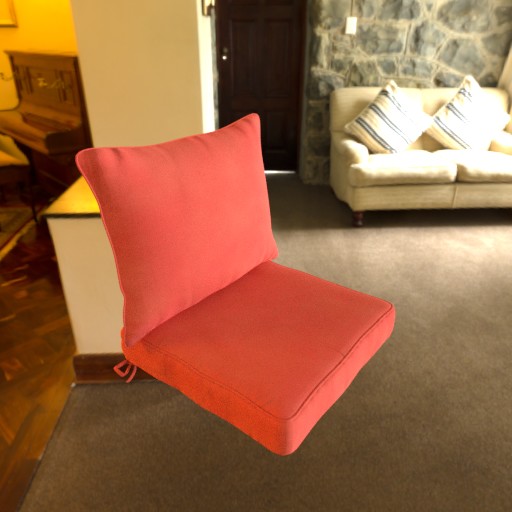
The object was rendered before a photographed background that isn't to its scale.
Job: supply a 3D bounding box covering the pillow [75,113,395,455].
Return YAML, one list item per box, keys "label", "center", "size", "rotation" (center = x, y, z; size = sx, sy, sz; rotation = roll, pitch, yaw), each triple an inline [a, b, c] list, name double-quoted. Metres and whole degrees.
- label: "pillow"
  center: [0.000, 0.000, 1.394]
  size: [0.733, 0.725, 0.798]
  rotation: [19, 32, 33]
